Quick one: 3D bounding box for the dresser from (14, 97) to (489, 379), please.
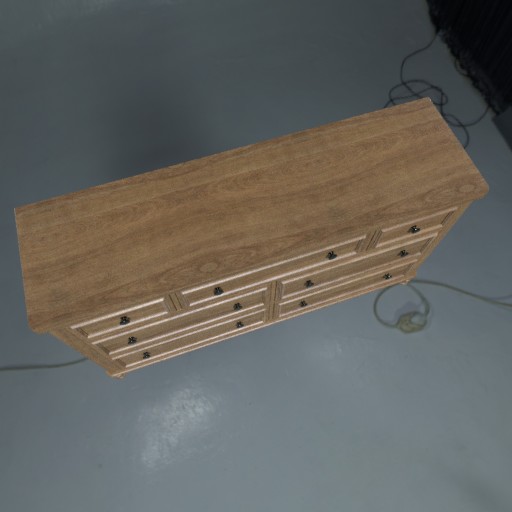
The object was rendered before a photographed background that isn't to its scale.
[{"bbox_3d":[0.000,0.000,1.928,1.583,0.892,0.468,-17,66,-8],"label":"dresser"}]
